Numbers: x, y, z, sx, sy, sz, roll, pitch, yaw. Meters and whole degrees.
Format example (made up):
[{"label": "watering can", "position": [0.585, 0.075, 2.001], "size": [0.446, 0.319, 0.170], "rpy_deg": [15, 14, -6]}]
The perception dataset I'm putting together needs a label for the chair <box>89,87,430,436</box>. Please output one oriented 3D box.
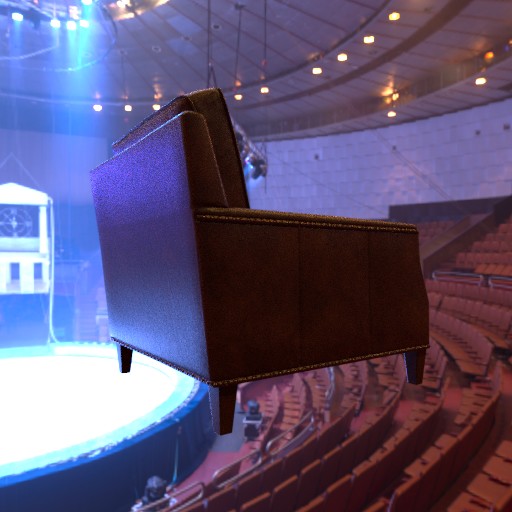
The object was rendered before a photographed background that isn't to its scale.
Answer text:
[{"label": "chair", "position": [0.000, 0.000, 1.681], "size": [1.014, 0.929, 0.853], "rpy_deg": [1, -1, -35]}]
